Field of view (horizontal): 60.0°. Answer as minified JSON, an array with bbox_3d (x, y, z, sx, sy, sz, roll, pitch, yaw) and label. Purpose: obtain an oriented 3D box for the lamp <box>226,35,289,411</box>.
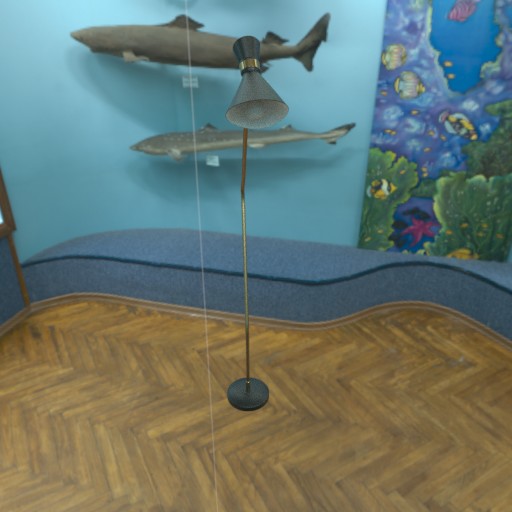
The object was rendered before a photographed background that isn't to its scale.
[{"bbox_3d":[0.000,0.000,1.615,0.277,1.438,0.467,8,28,15],"label":"lamp"}]
